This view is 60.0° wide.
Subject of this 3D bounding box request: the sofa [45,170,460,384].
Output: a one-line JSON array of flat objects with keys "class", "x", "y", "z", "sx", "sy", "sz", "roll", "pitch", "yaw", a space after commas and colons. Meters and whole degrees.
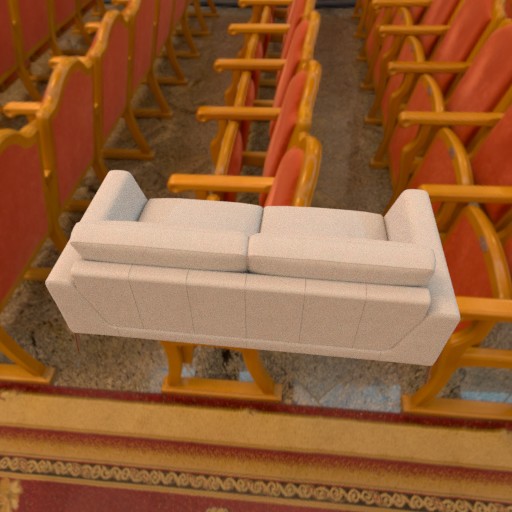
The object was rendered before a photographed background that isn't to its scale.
[{"class": "sofa", "x": 0.000, "y": 0.000, "z": 2.546, "sx": 2.017, "sy": 0.875, "sz": 0.953, "roll": 4, "pitch": 46, "yaw": 4}]
